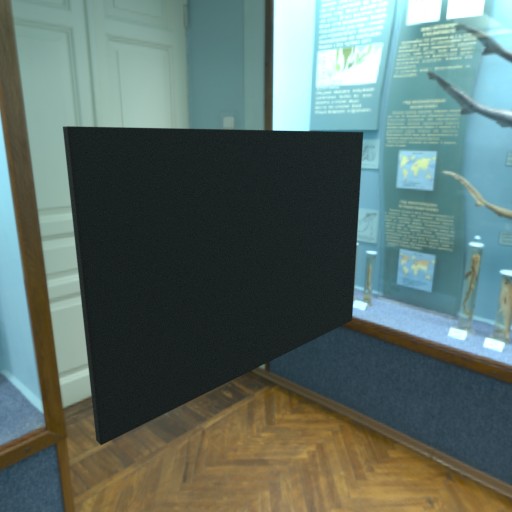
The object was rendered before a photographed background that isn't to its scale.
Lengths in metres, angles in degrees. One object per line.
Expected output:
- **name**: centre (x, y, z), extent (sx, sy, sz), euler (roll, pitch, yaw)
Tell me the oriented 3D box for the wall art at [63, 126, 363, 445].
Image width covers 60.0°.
- **wall art**: centre (0.000, 0.000, 1.200), extent (0.958, 0.656, 0.026), euler (-14, 20, -43)
